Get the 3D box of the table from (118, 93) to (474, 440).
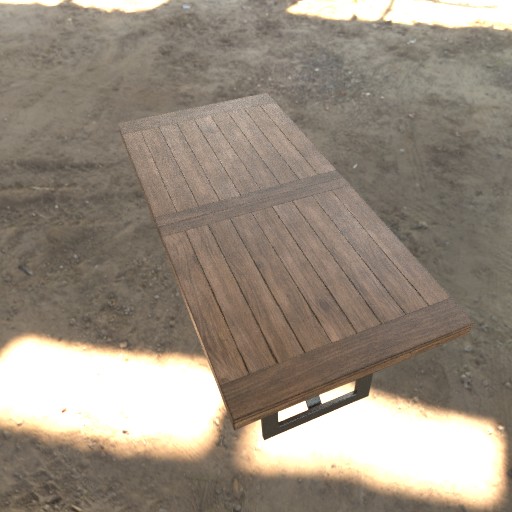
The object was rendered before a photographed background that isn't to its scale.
[{"bbox_3d":[0.000,0.000,2.342,0.931,0.757,1.867,-17,49,-15],"label":"table"}]
